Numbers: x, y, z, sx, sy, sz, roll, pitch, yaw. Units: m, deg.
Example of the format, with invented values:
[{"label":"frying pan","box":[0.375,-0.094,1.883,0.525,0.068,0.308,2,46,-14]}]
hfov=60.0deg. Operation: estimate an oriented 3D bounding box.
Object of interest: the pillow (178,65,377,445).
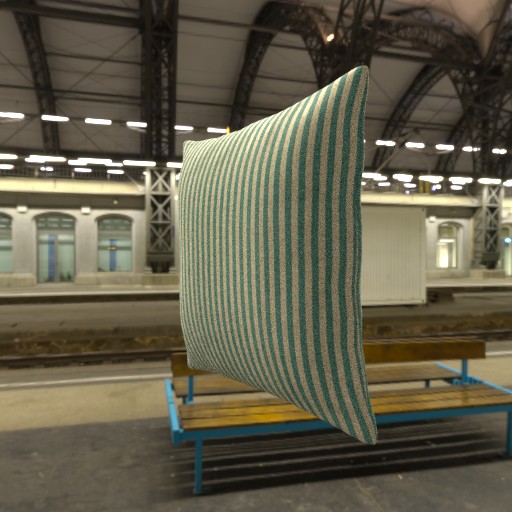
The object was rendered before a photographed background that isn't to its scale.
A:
[{"label":"pillow","box":[0.000,0.000,0.793,0.166,0.510,0.523,0,1,-36]}]
